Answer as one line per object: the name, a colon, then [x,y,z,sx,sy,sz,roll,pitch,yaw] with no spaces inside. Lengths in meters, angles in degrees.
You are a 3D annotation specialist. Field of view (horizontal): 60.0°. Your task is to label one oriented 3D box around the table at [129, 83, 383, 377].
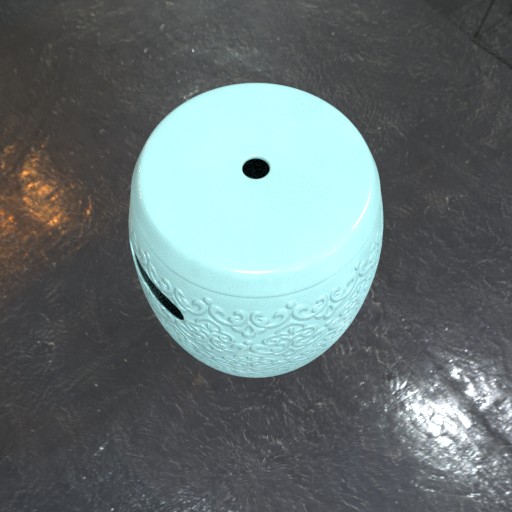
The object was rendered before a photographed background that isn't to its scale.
table: [0.000,0.000,0.608,0.309,0.397,0.309,0,64,0]
